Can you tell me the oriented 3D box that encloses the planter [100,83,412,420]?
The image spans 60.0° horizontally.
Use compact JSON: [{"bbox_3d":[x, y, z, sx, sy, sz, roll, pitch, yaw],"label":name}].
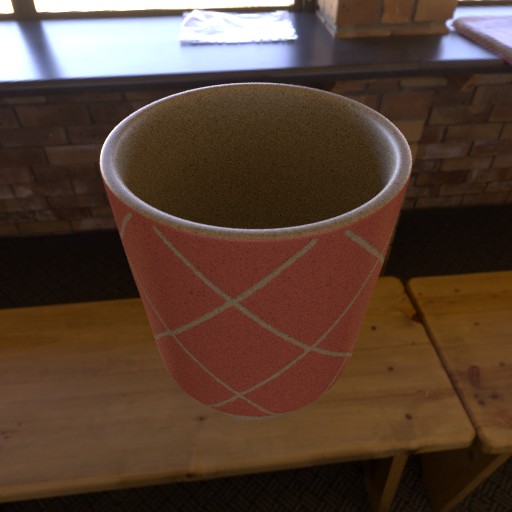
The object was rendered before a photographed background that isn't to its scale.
[{"bbox_3d":[0.000,0.000,0.410,0.227,0.235,0.227,0,42,0],"label":"planter"}]
